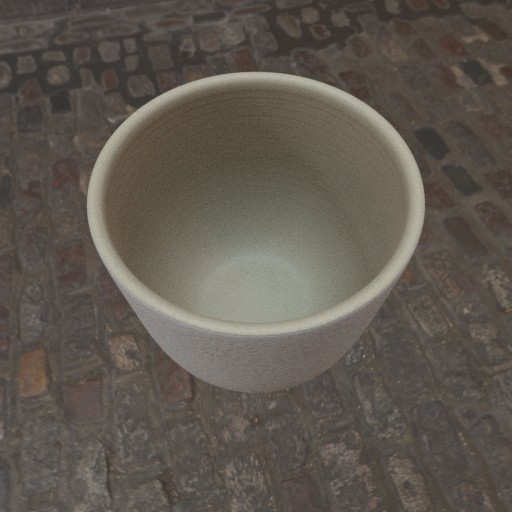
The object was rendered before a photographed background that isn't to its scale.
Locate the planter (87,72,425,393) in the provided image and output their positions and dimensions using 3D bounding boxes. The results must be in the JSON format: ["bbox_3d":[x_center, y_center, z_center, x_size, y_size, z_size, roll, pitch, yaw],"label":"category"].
[{"bbox_3d":[0.000,0.000,0.357,0.208,0.190,0.208,0,59,0],"label":"planter"}]
